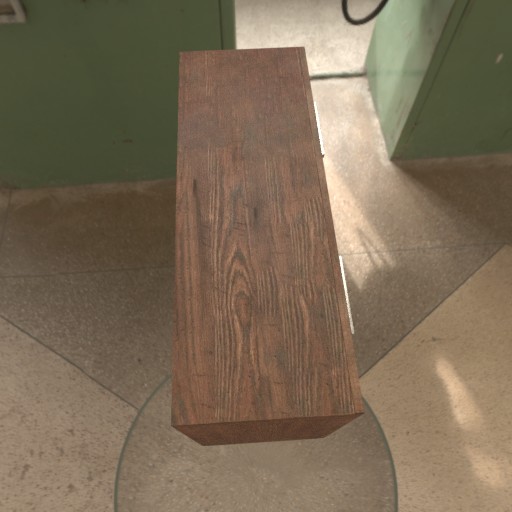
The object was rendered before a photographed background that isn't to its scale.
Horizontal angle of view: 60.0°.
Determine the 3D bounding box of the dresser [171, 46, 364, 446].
[{"bbox_3d":[0.000,0.000,2.185,0.623,1.061,1.646,-3,63,-2],"label":"dresser"}]
